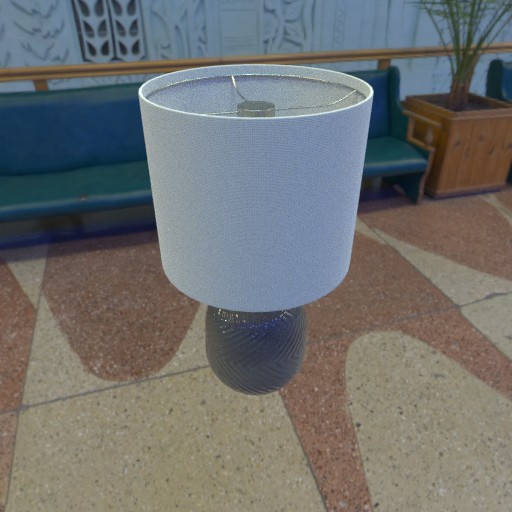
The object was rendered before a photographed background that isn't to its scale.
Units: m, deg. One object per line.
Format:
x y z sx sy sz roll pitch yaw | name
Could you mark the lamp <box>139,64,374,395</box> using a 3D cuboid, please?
0.000 0.000 0.498 0.207 0.366 0.207 -8 34 -13 | lamp
